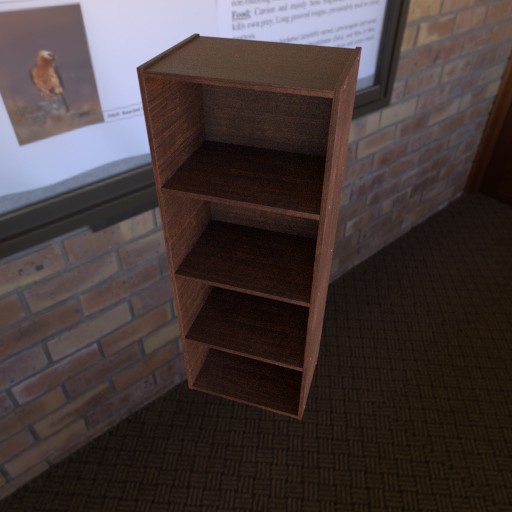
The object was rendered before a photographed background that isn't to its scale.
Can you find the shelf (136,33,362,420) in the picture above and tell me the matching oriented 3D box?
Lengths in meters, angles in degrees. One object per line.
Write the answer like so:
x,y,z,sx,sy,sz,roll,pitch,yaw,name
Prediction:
0.000,0.000,1.293,0.415,1.099,0.290,11,41,14,shelf
